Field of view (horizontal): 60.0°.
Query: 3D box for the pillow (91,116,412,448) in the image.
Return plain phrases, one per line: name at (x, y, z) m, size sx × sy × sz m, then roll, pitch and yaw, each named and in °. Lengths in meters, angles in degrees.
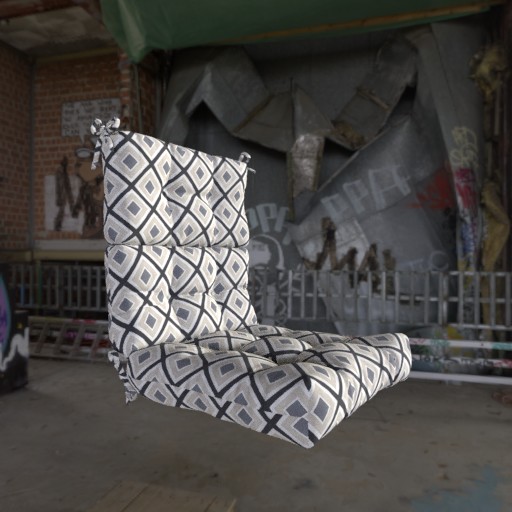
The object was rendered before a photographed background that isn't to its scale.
pillow at (0.000, 0.000, 0.999) m, size 0.571 × 0.605 × 0.519 m, roll 0°, pitch 0°, yaw 36°
